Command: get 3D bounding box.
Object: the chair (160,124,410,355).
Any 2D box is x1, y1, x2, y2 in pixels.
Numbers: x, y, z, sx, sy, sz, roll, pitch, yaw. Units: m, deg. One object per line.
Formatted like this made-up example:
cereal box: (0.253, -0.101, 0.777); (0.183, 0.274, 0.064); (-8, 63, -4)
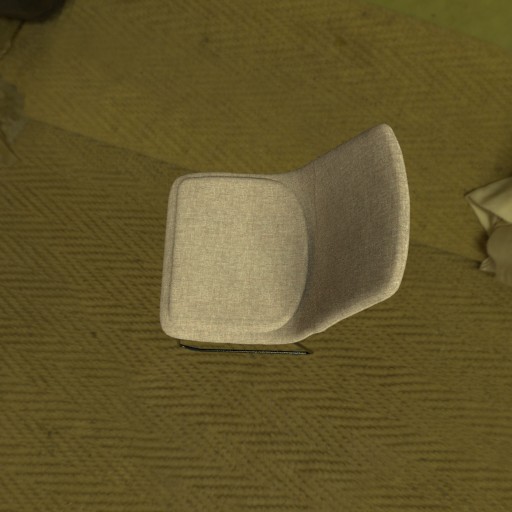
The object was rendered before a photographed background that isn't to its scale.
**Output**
chair: (0.000, 0.000, 1.153); (0.518, 0.858, 0.479); (2, 76, 0)
